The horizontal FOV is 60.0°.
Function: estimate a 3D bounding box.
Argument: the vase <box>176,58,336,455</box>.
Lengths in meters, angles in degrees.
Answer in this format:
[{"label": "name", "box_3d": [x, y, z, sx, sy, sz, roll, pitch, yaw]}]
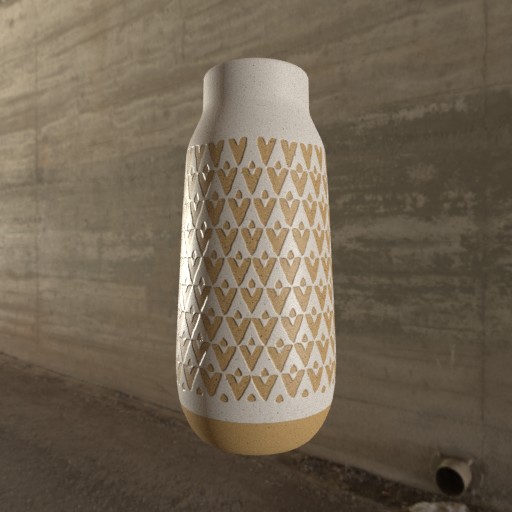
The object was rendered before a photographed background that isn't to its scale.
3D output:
[{"label": "vase", "box_3d": [0.000, 0.000, 0.386, 0.137, 0.307, 0.137, 0, 1, 0]}]
